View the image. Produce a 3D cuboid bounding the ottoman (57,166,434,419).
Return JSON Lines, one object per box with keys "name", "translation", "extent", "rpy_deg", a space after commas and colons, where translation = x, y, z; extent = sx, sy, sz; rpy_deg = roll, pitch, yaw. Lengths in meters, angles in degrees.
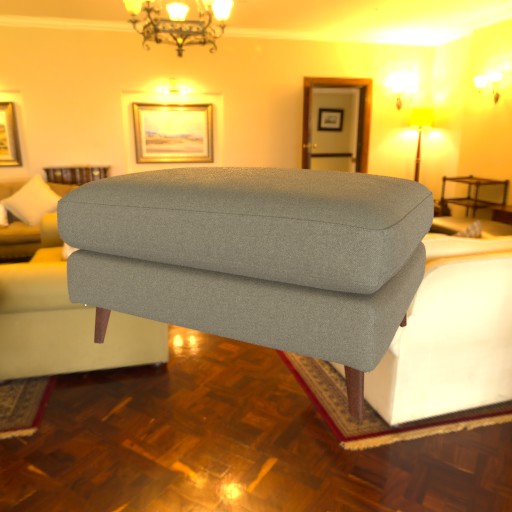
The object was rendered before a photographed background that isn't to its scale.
{"name": "ottoman", "translation": [0.000, 0.000, 1.163], "extent": [0.811, 0.449, 0.608], "rpy_deg": [8, 17, 27]}
